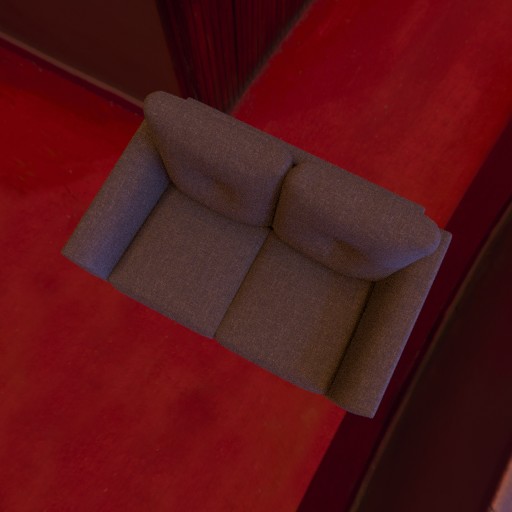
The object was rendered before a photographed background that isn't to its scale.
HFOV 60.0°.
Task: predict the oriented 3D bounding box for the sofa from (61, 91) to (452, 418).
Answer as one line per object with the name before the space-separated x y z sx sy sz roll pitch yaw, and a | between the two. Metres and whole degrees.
sofa | 0.000 0.000 2.015 1.423 0.885 0.851 27 78 6
